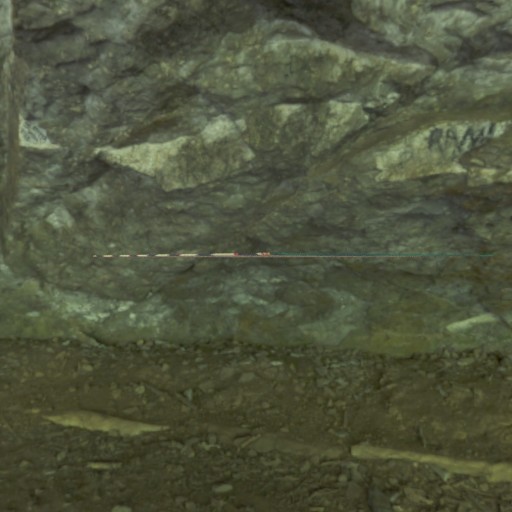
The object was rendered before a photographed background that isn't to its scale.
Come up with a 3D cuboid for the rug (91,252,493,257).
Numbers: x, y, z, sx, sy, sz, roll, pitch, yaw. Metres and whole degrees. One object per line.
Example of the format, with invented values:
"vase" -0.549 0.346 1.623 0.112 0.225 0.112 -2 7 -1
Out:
"rug" 0.000 0.000 3.009 1.520 0.011 2.447 0 0 -36
